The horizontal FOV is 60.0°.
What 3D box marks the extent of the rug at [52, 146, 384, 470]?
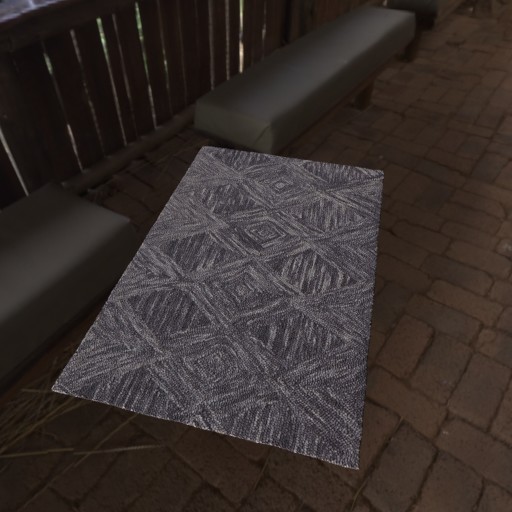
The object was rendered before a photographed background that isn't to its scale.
[{"bbox_3d":[0.000,0.000,2.232,1.186,0.012,1.814,10,47,10],"label":"rug"}]
